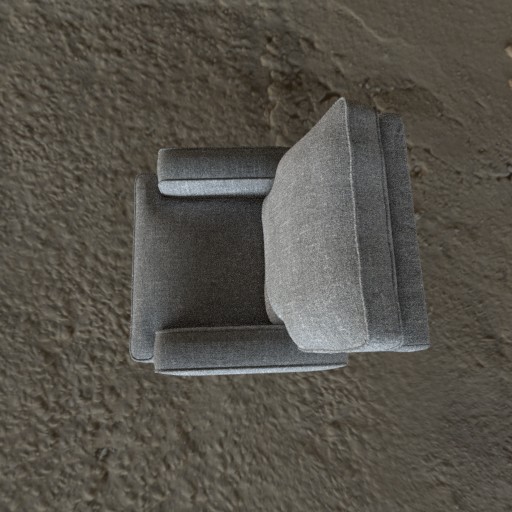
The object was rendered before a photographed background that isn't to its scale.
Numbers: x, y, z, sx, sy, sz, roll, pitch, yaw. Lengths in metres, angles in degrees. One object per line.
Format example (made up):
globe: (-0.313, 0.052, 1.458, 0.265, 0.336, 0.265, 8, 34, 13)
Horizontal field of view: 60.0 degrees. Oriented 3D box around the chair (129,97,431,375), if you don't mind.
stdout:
chair: (0.000, 0.000, 1.675, 0.964, 0.962, 0.861, -2, 76, 0)
